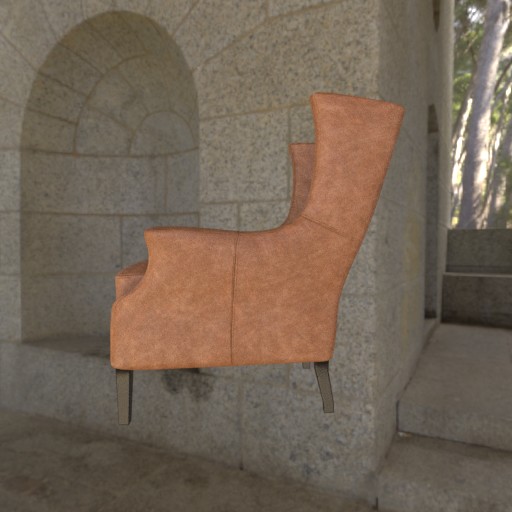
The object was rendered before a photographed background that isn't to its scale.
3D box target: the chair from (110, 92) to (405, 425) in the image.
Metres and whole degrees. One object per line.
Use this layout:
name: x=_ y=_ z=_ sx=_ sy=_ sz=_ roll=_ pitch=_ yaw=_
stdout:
chair: x=0.000 y=0.000 z=1.714 sx=0.926 sy=1.016 sz=0.853 roll=0 pitch=1 yaw=-1
